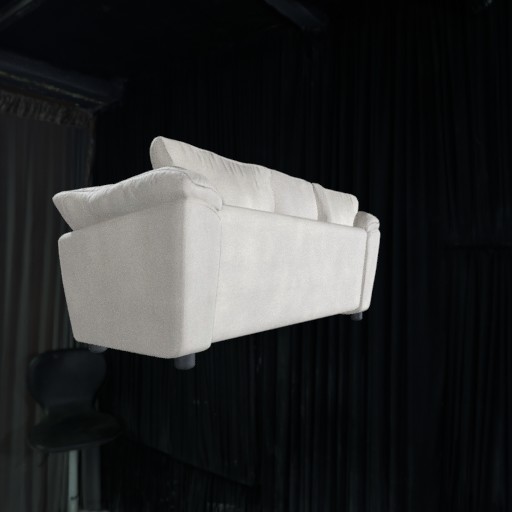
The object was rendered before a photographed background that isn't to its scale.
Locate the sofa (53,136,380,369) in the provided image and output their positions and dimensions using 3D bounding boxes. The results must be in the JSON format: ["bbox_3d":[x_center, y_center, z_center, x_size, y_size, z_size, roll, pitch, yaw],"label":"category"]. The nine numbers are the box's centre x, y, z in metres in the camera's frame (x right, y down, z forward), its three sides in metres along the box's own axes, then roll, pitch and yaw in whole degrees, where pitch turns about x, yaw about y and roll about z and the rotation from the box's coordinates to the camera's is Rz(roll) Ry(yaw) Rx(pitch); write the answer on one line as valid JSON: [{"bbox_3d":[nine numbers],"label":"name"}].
[{"bbox_3d":[0.000,0.000,2.870,0.878,0.996,2.334,0,-1,35],"label":"sofa"}]
